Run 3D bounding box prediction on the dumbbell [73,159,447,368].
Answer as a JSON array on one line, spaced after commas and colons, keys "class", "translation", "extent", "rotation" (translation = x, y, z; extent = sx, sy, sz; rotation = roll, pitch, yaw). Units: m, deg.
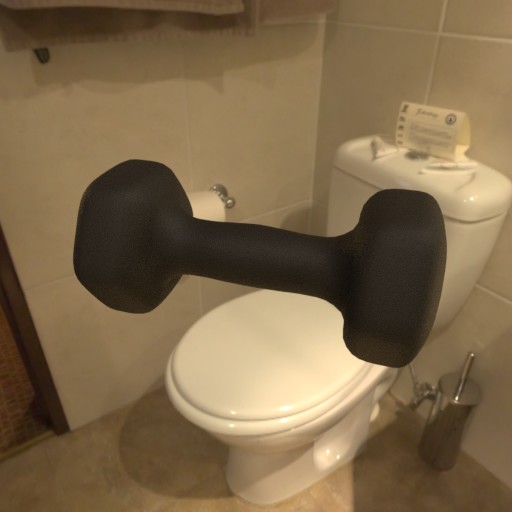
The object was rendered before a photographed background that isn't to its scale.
[{"class": "dumbbell", "translation": [0.000, 0.000, 0.297], "extent": [0.231, 0.101, 0.112], "rotation": [9, 33, 15]}]
